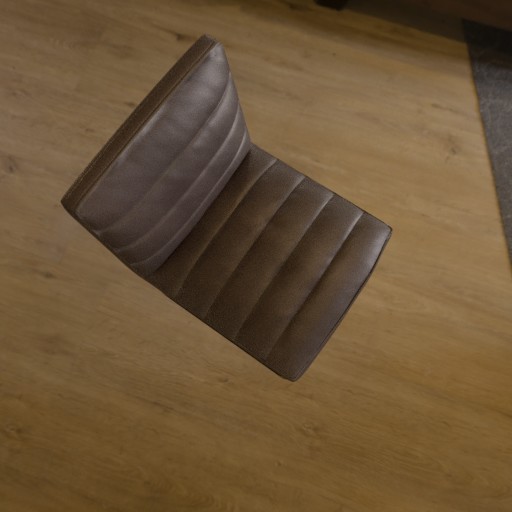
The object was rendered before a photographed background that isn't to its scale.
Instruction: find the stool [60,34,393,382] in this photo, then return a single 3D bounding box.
[{"bbox_3d":[0.000,0.000,1.227,0.562,0.946,0.463,34,78,8],"label":"stool"}]
